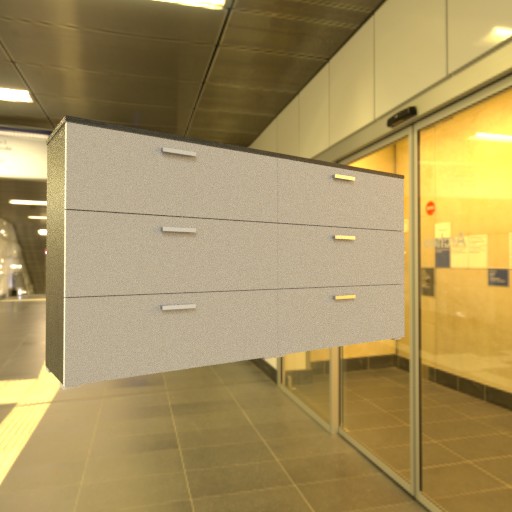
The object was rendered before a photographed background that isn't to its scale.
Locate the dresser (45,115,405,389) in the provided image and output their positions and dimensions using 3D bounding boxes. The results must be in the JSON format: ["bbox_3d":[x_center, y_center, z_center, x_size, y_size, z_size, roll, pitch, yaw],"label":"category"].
[{"bbox_3d":[0.000,0.000,1.825,1.535,0.790,0.333,1,-1,-34],"label":"dresser"}]
